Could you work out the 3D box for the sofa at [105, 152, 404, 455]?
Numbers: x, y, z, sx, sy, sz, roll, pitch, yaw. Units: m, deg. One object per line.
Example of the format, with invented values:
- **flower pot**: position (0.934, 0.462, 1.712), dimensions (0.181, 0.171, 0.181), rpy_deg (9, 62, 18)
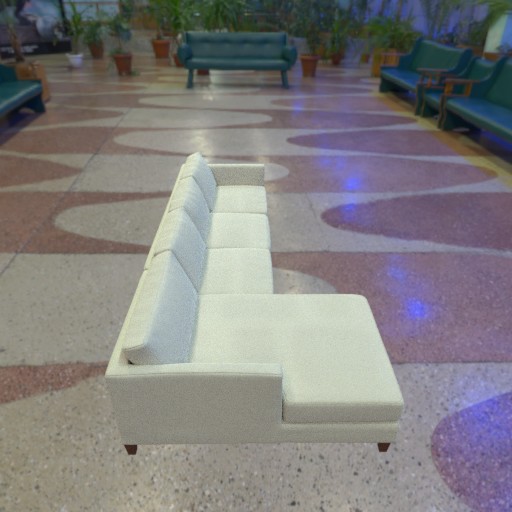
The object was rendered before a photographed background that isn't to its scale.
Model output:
- **sofa**: position (0.000, 0.000, 3.763), dimensions (1.625, 0.861, 3.186), rpy_deg (0, 32, -1)
